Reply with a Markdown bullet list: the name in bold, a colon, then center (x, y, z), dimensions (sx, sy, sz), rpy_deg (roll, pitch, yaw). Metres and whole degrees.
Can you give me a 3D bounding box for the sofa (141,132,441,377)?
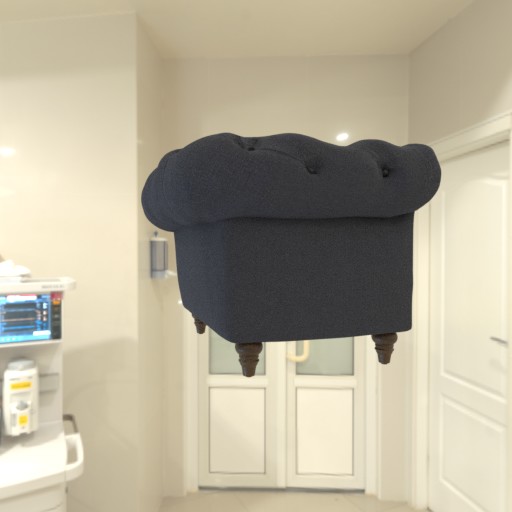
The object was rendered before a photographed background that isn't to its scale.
- **sofa**: center (0.000, 0.000, 2.095), dimensions (1.032, 0.878, 1.405), rpy_deg (0, 1, -19)
